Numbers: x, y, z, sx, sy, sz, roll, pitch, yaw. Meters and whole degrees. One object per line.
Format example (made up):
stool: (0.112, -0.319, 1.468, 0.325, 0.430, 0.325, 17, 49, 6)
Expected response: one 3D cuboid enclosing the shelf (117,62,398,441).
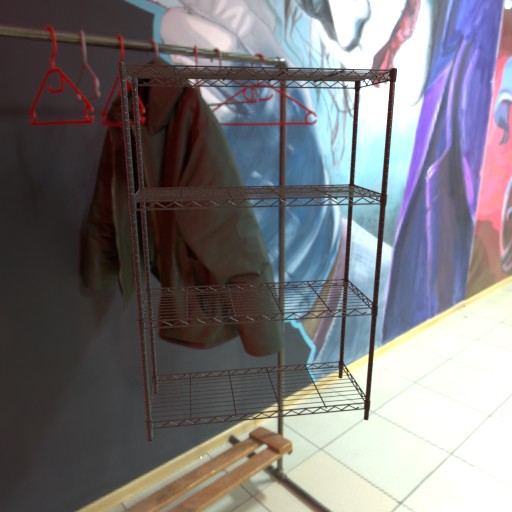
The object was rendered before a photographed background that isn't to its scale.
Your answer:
shelf: (0.000, 0.000, 1.761, 0.907, 1.361, 0.352, -2, 16, -8)
